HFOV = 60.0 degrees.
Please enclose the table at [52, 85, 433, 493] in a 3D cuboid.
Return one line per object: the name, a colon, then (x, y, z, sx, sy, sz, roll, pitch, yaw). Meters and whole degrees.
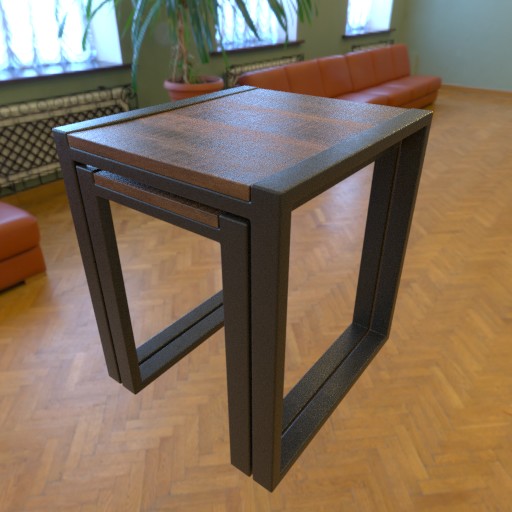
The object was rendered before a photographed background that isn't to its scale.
table: (0.000, 0.000, 0.906, 0.449, 0.550, 0.500, 21, 36, 32)
